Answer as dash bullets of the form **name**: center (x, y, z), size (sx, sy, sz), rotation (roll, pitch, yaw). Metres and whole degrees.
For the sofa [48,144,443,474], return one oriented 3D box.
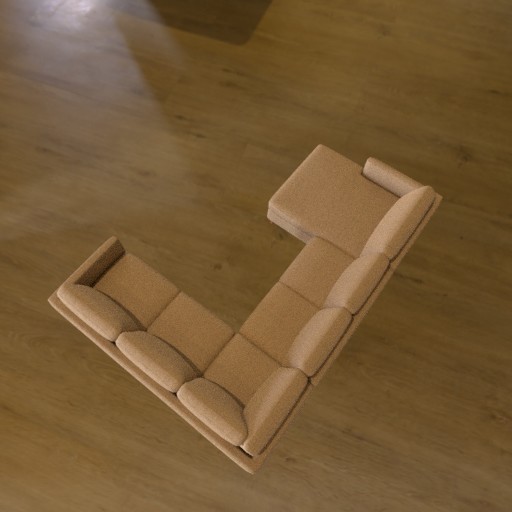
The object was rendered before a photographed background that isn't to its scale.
- **sofa**: center (0.000, 0.000, 4.731), size (2.551, 0.889, 3.403), rotation (34, 69, 15)
